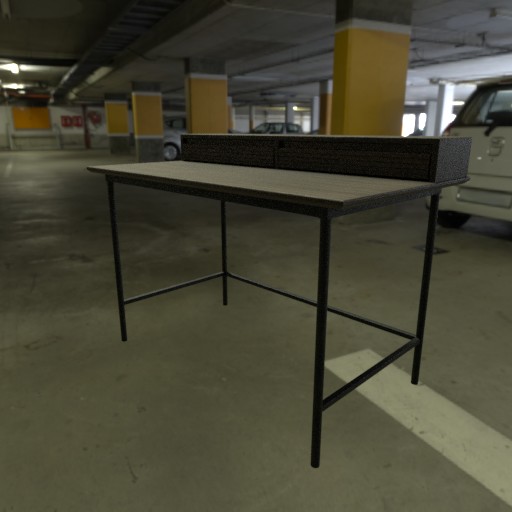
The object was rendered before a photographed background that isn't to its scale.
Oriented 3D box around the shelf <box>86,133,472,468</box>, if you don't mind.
[{"bbox_3d":[0.000,0.000,1.653,0.685,0.865,1.212,-15,22,-42],"label":"shelf"}]
